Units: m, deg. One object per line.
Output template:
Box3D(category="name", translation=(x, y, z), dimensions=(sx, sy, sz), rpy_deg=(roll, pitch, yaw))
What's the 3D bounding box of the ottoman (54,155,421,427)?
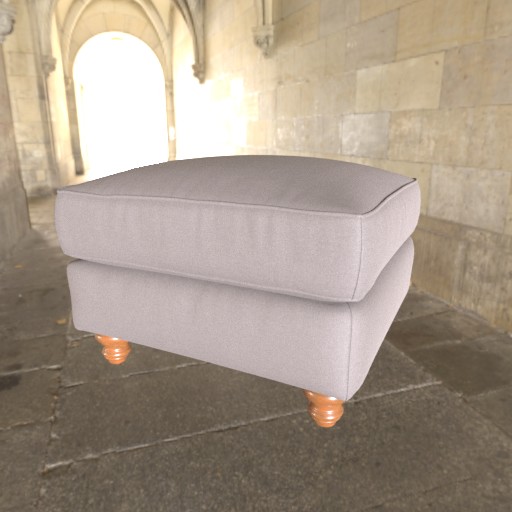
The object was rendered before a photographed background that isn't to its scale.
Box3D(category="ottoman", translation=(0.000, 0.000, 1.146), dimensions=(0.721, 0.505, 0.662), rpy_deg=(8, 17, 26))
